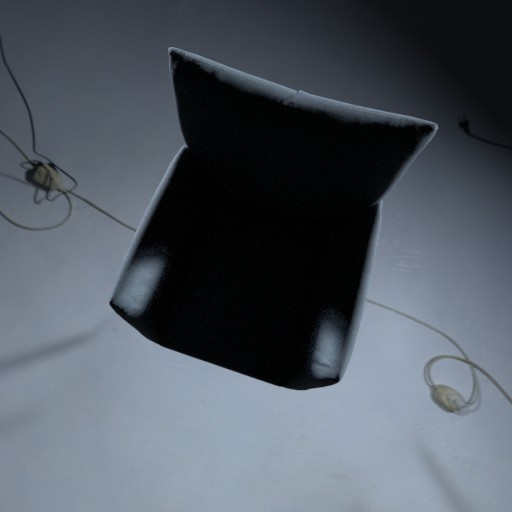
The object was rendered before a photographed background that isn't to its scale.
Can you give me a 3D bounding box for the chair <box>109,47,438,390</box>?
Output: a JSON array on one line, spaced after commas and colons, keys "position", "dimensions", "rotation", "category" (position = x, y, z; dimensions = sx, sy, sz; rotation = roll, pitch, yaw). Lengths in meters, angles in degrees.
[{"position": [0.000, 0.000, 1.388], "dimensions": [0.678, 0.858, 0.709], "rotation": [18, 77, 4], "category": "chair"}]
